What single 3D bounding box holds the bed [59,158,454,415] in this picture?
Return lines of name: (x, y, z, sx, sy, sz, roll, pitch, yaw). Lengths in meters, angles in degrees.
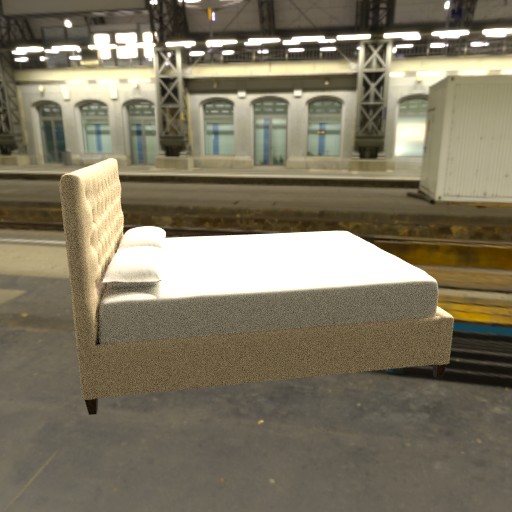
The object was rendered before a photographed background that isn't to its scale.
bed: (0.000, 0.000, 3.445, 2.387, 1.427, 1.698, -3, 15, -10)
